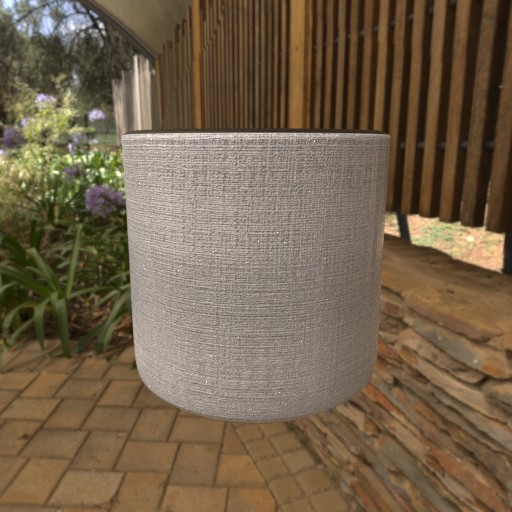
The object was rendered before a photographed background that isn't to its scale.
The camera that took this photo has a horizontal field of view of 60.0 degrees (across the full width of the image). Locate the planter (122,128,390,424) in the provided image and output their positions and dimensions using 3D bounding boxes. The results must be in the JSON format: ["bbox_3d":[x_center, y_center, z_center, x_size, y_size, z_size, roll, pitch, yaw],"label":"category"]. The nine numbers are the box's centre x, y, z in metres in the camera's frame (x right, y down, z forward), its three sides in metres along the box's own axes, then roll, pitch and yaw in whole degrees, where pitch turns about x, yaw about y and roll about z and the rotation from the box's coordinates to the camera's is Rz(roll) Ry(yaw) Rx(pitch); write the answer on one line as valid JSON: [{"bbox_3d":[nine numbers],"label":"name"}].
[{"bbox_3d":[0.000,0.000,0.289,0.160,0.156,0.160,0,14,0],"label":"planter"}]
